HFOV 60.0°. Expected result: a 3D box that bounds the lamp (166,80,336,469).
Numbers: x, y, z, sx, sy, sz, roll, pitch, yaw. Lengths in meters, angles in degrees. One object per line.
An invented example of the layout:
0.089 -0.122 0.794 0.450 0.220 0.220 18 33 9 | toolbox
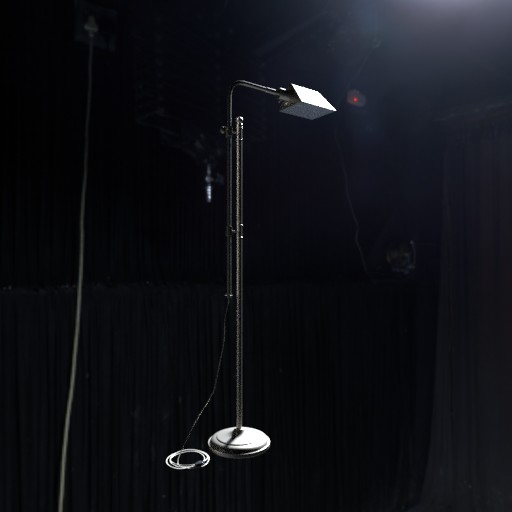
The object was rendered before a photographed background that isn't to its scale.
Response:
0.000 0.000 1.903 0.813 1.571 0.256 0 -1 -36 | lamp
